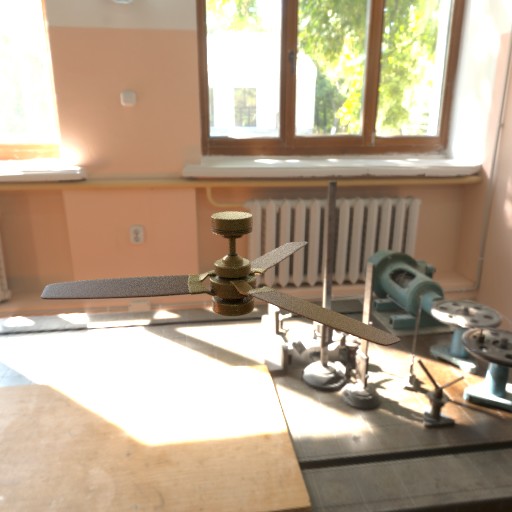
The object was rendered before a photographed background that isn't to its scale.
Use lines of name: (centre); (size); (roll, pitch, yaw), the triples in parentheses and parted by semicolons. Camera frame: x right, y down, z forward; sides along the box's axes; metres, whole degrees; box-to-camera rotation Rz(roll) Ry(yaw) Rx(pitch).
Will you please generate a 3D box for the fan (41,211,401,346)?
fan: (0.000, 0.000, 2.025); (1.416, 0.425, 1.271); (8, 18, 26)
